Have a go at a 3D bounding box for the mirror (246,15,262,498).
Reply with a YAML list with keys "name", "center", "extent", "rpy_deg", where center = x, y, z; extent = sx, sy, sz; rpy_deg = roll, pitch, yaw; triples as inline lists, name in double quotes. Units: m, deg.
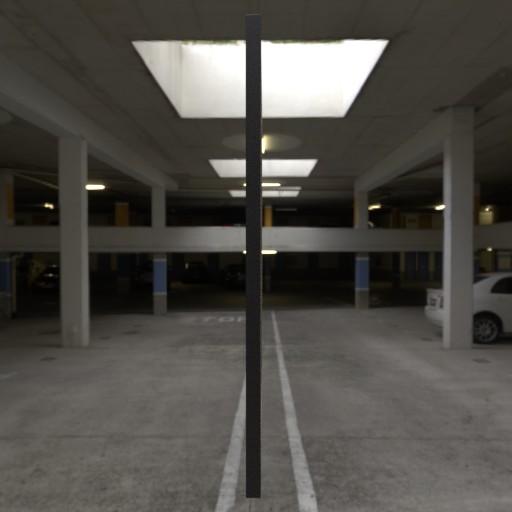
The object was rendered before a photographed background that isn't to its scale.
- name: "mirror"
  center: [0.000, 0.000, 1.498]
  extent: [0.038, 1.219, 0.762]
  rpy_deg: [0, 1, 1]
